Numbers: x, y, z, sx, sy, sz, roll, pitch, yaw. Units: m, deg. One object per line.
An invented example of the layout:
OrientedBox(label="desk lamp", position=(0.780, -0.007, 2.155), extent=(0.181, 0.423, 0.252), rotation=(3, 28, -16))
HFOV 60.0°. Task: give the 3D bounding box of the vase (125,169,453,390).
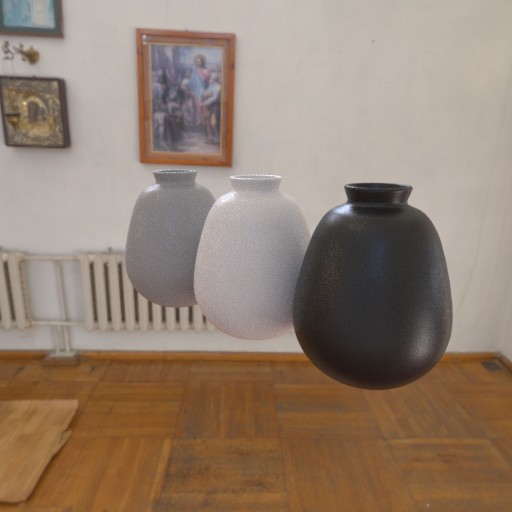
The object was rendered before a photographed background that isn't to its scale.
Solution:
OrientedBox(label="vase", position=(0.000, 0.000, 0.345), extent=(0.297, 0.122, 0.097), rotation=(13, 20, 42))
